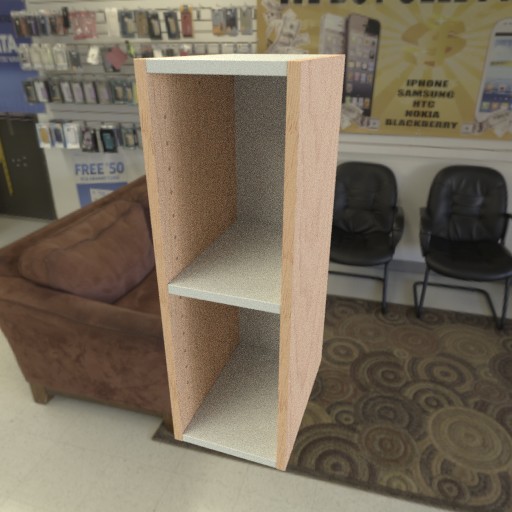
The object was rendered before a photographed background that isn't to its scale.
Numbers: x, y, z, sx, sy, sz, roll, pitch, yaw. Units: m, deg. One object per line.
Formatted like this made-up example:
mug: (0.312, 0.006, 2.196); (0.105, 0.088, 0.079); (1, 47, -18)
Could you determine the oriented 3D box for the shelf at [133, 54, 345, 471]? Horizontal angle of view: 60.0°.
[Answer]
shelf: (0.000, 0.000, 0.730); (0.200, 0.600, 0.290); (8, 27, 17)
